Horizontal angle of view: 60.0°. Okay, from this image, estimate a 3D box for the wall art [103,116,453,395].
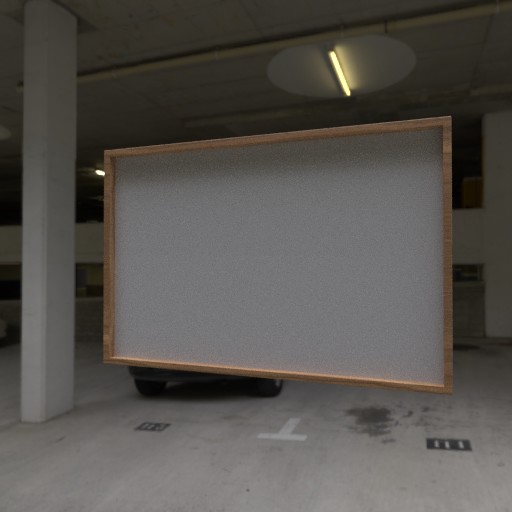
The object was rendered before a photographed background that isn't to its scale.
[{"bbox_3d":[0.000,0.000,0.746,0.604,0.402,0.018,0,-1,19],"label":"wall art"}]
